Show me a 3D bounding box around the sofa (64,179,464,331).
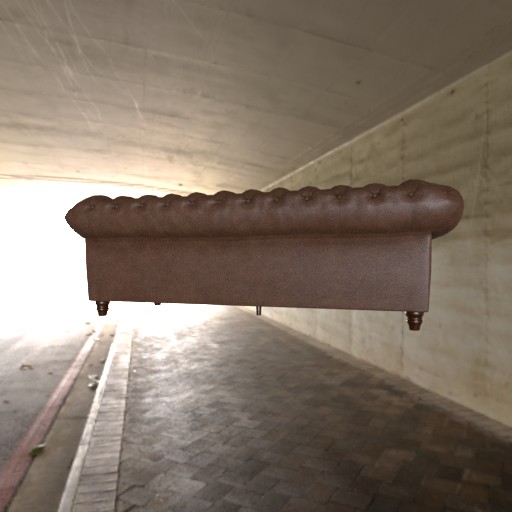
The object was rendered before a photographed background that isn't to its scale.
[{"bbox_3d":[0.000,0.000,2.875,2.385,0.783,0.944,0,0,18],"label":"sofa"}]
